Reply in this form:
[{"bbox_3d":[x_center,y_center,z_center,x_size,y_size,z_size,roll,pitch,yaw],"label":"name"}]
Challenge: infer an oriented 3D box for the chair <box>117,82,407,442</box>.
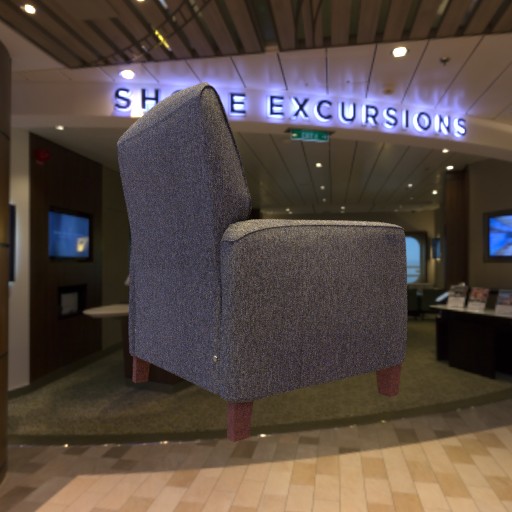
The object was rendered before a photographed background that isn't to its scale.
[{"bbox_3d":[0.000,0.000,1.701,0.864,1.014,0.848,0,-1,-36],"label":"chair"}]
